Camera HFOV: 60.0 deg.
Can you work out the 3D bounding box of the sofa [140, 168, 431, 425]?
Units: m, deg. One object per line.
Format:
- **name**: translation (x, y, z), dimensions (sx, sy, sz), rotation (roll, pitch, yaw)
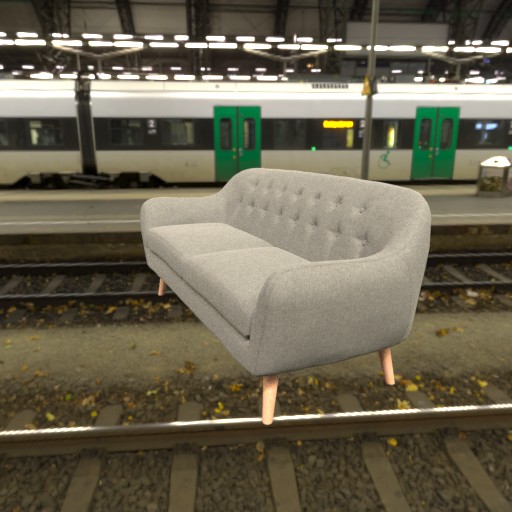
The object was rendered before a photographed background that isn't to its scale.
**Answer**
- **sofa**: translation (0.000, 0.000, 2.304), dimensions (0.820, 0.820, 1.840), rotation (-7, 17, -25)
